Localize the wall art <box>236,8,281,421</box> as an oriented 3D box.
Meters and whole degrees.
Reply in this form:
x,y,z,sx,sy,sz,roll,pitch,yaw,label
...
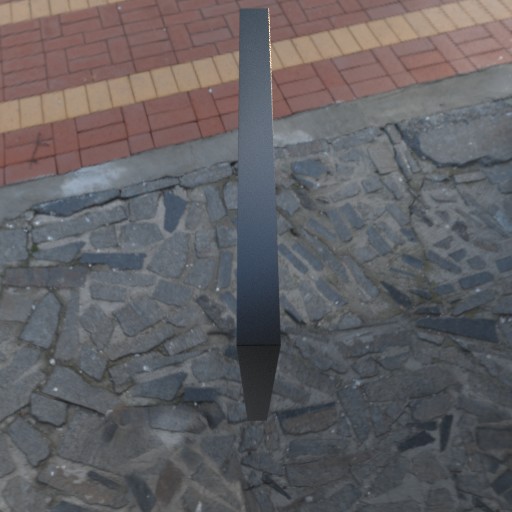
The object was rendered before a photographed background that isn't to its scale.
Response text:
x,y,z,sx,sy,sz,roll,pitch,yaw,label
0.000,0.000,0.725,0.038,0.551,0.448,-1,63,0,wall art
